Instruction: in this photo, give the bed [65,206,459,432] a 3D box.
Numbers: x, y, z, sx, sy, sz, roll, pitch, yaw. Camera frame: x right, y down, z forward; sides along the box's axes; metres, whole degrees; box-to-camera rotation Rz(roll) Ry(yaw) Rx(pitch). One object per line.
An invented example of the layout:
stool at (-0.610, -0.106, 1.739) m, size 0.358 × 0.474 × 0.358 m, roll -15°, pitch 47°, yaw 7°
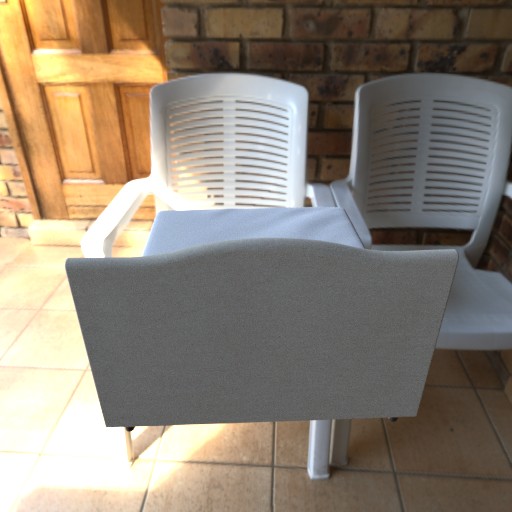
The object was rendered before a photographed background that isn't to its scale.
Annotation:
bed at (0.000, 0.000, 3.550) m, size 2.083 × 1.421 × 2.182 m, roll -1°, pitch 30°, yaw -2°
